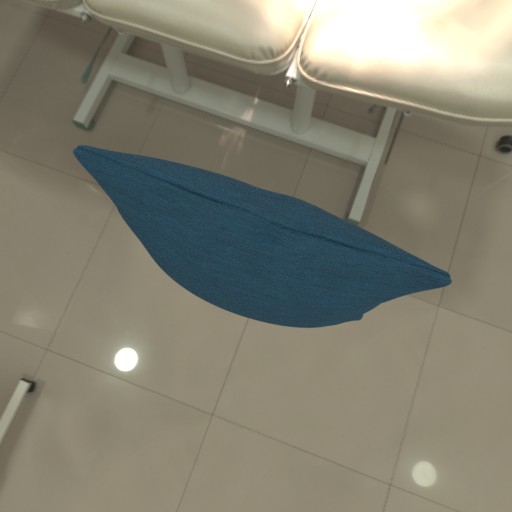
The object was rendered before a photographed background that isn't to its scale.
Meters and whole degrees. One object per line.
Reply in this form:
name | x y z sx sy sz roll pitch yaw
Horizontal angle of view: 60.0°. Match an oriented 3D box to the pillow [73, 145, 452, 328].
pillow | 0.000 0.000 0.676 0.437 0.420 0.177 20 77 5
